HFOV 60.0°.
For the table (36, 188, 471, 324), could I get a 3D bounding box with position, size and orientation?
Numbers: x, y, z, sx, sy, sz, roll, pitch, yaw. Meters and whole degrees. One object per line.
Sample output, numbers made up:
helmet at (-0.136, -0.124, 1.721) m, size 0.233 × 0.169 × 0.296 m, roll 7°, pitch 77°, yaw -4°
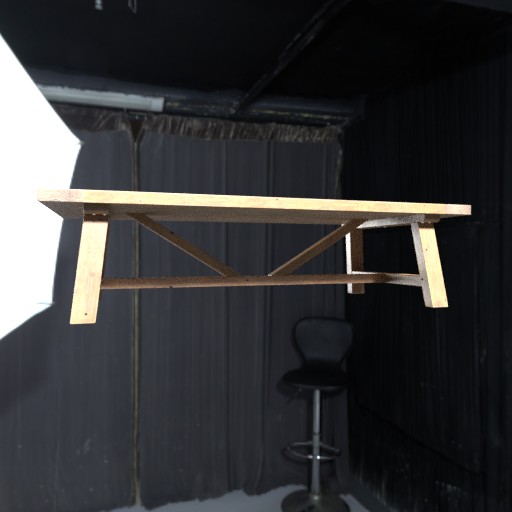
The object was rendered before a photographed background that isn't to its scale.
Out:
table at (0.000, 0.000, 2.142) m, size 1.800 × 0.465 × 0.820 m, roll 0°, pitch 1°, yaw -18°
